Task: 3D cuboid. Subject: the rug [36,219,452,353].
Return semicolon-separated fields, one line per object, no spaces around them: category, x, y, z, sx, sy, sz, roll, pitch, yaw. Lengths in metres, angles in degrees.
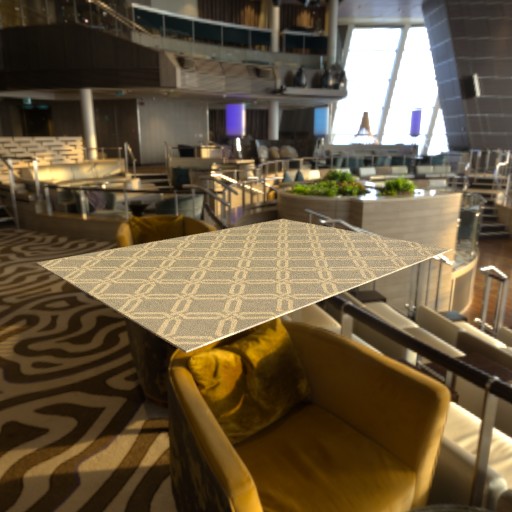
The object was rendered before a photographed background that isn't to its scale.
rug;0.000;0.000;4.396;3.353;0.013;2.438;-14;20;-41
